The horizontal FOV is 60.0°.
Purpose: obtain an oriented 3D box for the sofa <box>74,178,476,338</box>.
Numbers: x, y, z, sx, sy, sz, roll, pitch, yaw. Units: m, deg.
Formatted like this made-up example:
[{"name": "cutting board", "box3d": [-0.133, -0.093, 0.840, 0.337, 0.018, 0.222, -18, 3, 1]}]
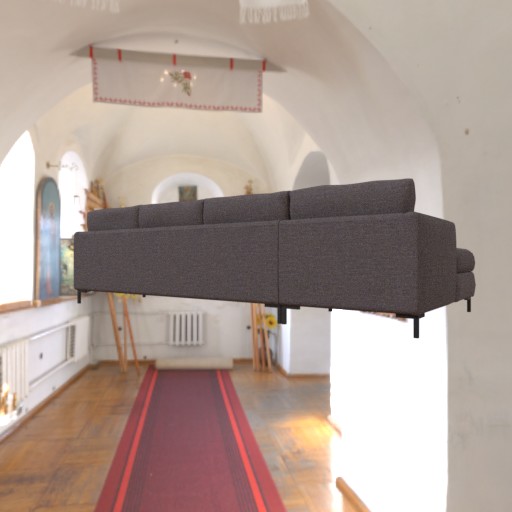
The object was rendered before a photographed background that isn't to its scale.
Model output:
[{"name": "sofa", "box3d": [0.000, 0.000, 3.241, 2.731, 0.754, 1.258, 0, 0, 36]}]
